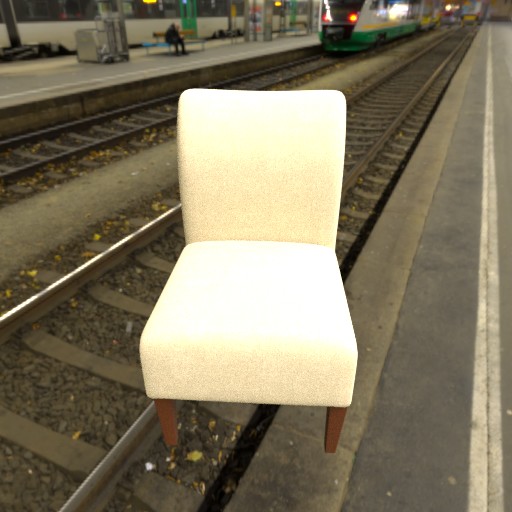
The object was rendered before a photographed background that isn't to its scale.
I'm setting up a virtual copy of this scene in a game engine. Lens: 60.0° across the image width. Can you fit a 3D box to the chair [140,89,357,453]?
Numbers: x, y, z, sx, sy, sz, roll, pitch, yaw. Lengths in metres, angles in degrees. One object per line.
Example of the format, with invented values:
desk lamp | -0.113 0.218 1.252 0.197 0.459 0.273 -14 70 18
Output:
chair | 0.000 0.000 1.313 0.521 0.833 0.754 2 29 3
